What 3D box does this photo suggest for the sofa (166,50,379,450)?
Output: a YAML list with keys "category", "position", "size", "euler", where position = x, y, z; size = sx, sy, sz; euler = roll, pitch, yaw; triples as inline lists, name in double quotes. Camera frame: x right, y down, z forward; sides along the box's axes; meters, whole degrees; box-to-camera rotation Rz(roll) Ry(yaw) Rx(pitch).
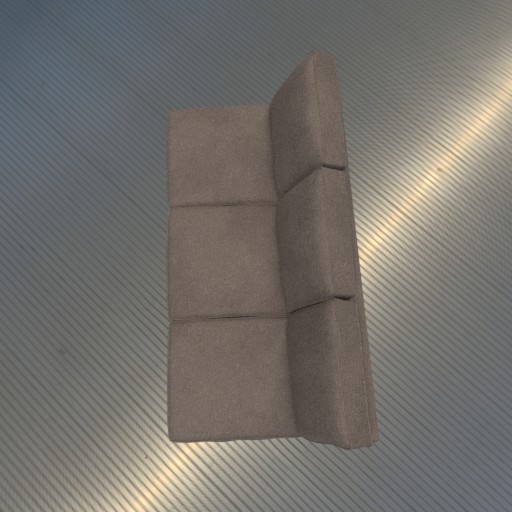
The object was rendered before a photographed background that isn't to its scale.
- category: "sofa"
  position: [0.000, 0.000, 2.514]
  size: [1.027, 0.973, 1.962]
  euler: [-3, 75, -1]
